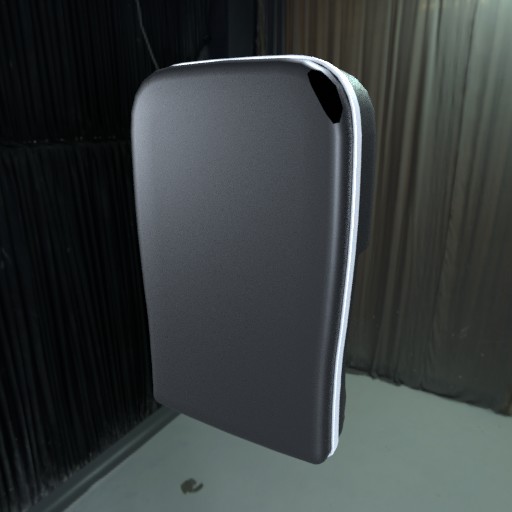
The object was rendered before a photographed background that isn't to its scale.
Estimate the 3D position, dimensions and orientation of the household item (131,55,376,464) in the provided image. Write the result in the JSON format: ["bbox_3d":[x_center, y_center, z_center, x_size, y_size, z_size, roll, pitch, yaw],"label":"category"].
[{"bbox_3d":[0.000,0.000,0.142,0.070,0.114,0.038,10,20,28],"label":"household item"}]
